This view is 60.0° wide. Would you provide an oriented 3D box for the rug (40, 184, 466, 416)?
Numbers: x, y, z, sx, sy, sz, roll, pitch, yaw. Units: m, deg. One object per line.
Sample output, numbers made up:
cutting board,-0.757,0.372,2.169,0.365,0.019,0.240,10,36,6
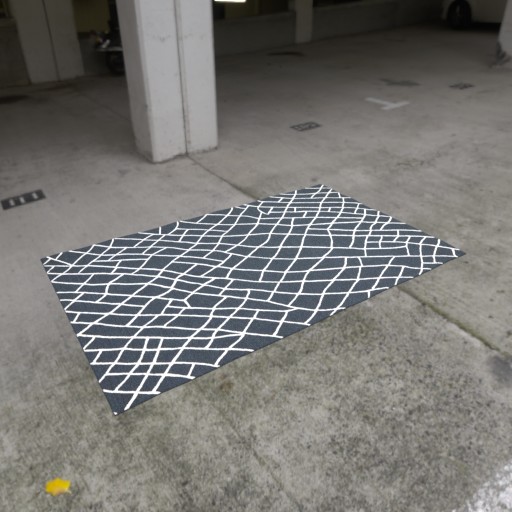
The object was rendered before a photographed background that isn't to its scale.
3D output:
rug,0.000,0.000,2.993,2.448,0.017,1.529,-19,35,-28
